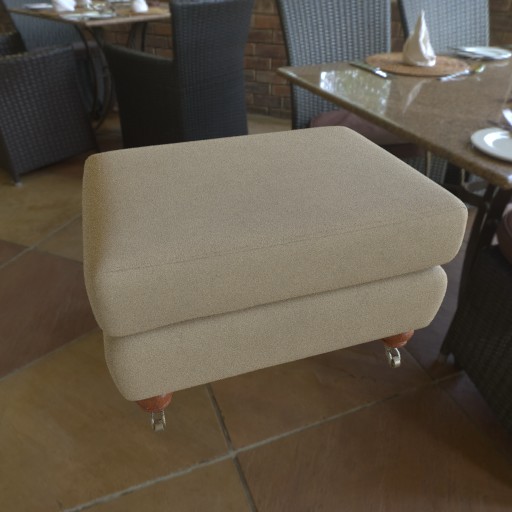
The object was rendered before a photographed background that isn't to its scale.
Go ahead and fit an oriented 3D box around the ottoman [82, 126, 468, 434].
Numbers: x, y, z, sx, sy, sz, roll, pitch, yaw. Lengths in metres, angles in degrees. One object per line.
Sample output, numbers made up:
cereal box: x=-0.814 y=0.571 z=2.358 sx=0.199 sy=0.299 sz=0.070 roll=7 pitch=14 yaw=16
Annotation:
ottoman: x=0.000 y=0.000 z=1.128 sx=0.773 sy=0.504 sz=0.569 roll=-11 pitch=36 yaw=-15
